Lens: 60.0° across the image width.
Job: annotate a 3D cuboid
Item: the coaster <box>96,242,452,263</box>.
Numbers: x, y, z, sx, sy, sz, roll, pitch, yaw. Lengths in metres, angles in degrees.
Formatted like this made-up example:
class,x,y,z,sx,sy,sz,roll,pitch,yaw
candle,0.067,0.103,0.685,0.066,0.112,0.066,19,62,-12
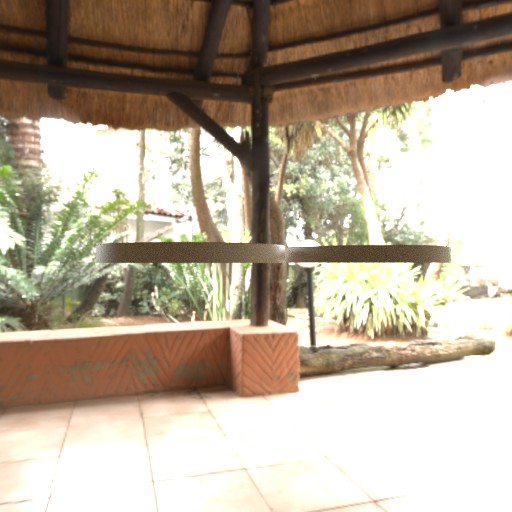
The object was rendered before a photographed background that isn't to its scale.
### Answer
class,x,y,z,sx,sy,sz,roll,pitch,yaw
coaster,0.000,0.000,0.333,0.224,0.010,0.220,0,-1,-18
